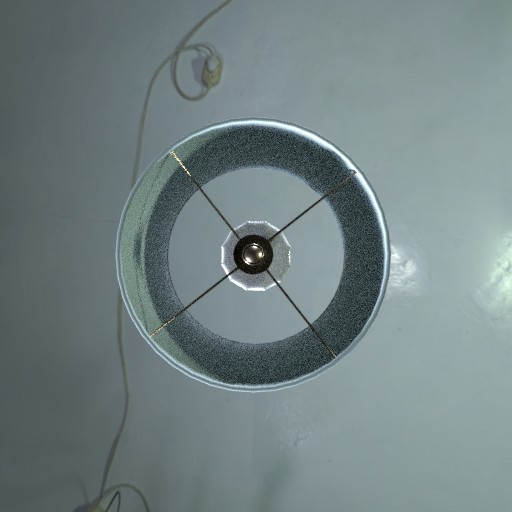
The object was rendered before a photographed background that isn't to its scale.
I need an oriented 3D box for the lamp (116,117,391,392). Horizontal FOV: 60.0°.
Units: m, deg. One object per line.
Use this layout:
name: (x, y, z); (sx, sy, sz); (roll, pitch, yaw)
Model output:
lamp: (0.000, 0.000, 0.712); (0.277, 0.534, 0.277); (0, 90, 1)
